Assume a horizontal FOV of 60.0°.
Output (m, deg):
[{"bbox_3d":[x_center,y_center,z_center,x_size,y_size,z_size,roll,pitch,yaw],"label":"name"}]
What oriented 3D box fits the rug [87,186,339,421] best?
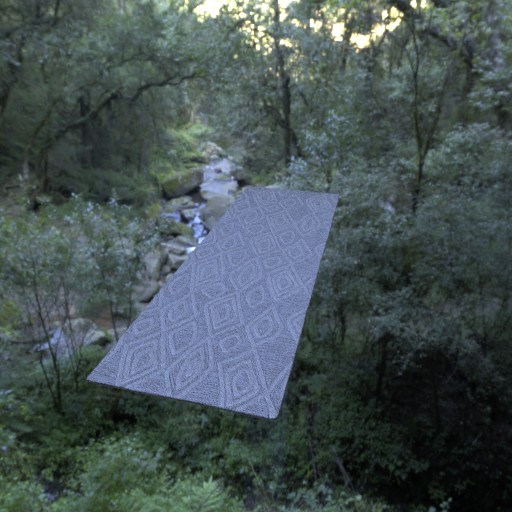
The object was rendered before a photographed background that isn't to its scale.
[{"bbox_3d":[0.000,0.000,2.752,0.807,0.013,2.436,7,29,13],"label":"rug"}]
